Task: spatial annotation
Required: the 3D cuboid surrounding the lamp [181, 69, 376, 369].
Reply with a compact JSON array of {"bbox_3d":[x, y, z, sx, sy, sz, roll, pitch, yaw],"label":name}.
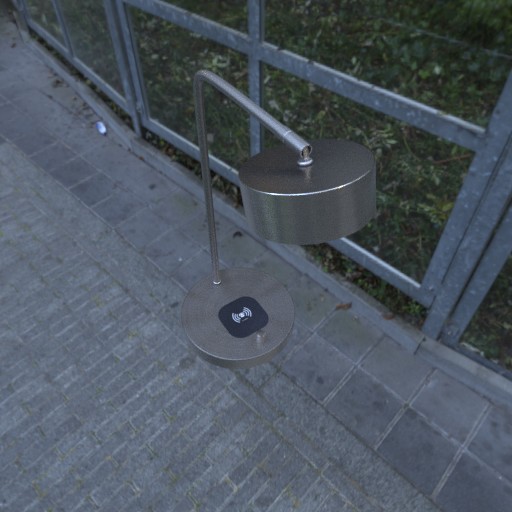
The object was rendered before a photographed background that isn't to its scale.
[{"bbox_3d":[0.000,0.000,0.640,0.211,0.469,0.334,-25,52,-22],"label":"lamp"}]
